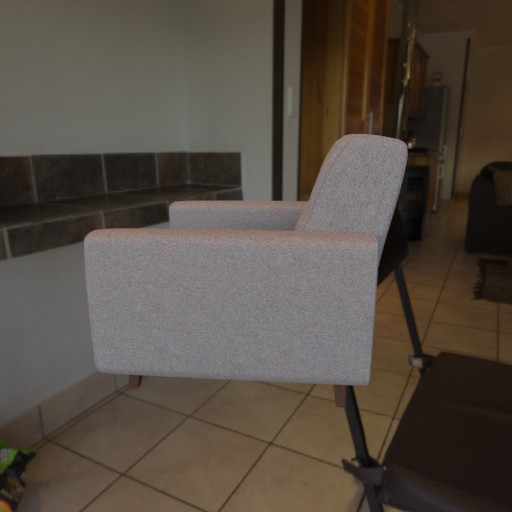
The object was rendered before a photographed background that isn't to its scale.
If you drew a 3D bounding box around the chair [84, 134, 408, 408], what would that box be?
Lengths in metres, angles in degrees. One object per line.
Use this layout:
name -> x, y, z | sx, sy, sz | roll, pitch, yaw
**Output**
chair -> 0.000, 0.000, 1.593 | 0.907, 0.839, 0.831 | 2, 14, 9
